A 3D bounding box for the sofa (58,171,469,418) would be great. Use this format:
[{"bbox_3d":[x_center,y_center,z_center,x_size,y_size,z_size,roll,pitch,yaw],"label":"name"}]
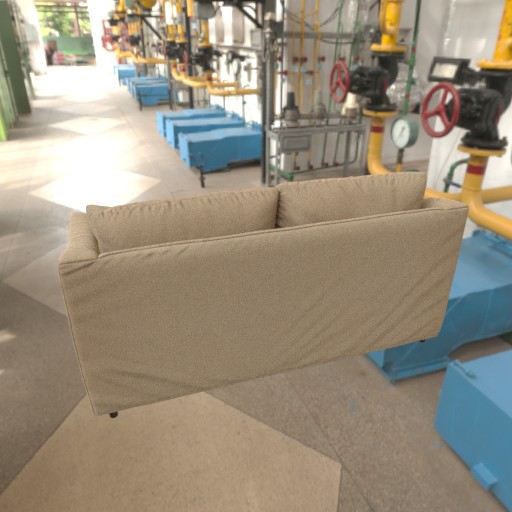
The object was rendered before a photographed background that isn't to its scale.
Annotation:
[{"bbox_3d":[0.000,0.000,2.590,2.010,1.018,1.072,-9,27,-17],"label":"sofa"}]
